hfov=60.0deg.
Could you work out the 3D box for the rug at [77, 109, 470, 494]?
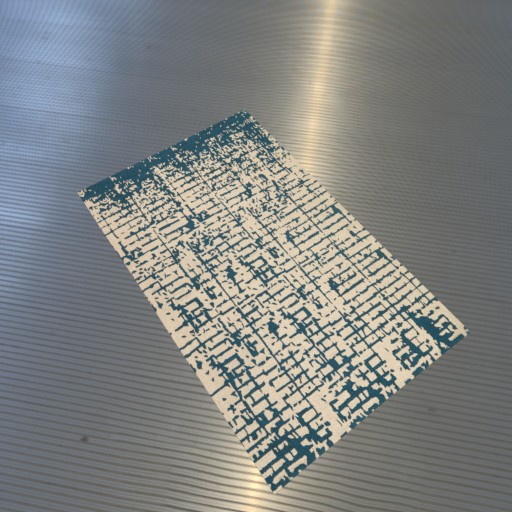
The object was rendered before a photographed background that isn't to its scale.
[{"bbox_3d":[0.000,0.000,3.014,1.517,0.011,2.435,-32,65,-17],"label":"rug"}]
